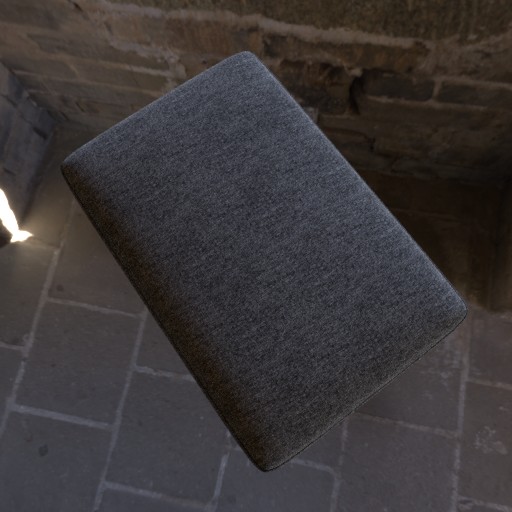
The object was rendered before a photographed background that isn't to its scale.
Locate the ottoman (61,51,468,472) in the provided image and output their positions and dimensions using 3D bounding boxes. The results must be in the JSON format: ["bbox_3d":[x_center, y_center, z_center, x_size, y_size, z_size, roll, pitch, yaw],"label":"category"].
[{"bbox_3d":[0.000,0.000,1.170,0.584,0.483,0.864,-35,78,-9],"label":"ottoman"}]
